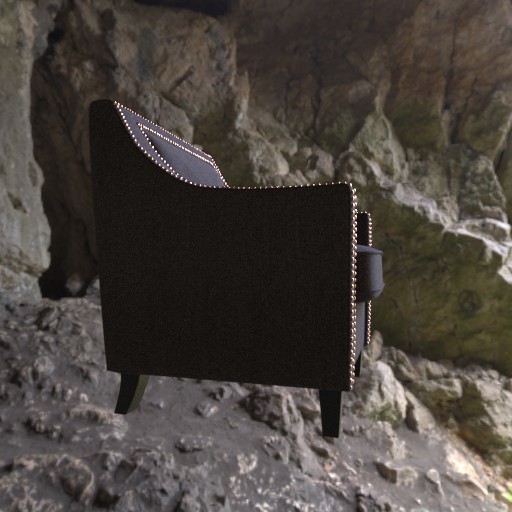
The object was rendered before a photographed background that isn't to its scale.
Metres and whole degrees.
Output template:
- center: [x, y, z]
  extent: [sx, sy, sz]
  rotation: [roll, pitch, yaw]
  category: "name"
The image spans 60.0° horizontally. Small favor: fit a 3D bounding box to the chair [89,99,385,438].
- center: [0.000, 0.000, 1.597]
  extent: [0.884, 0.967, 0.776]
  rotation: [0, -1, 18]
  category: "chair"
